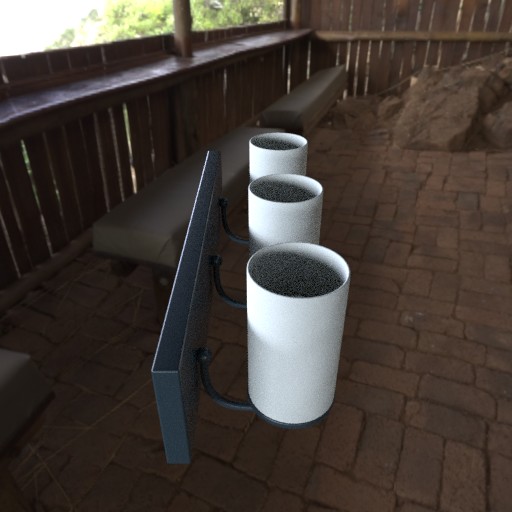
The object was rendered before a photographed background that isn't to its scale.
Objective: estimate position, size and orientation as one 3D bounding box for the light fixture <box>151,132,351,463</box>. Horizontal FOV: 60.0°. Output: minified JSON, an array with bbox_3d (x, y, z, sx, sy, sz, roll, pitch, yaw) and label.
[{"bbox_3d":[0.000,0.000,0.517,0.145,0.172,0.451,0,32,0],"label":"light fixture"}]
